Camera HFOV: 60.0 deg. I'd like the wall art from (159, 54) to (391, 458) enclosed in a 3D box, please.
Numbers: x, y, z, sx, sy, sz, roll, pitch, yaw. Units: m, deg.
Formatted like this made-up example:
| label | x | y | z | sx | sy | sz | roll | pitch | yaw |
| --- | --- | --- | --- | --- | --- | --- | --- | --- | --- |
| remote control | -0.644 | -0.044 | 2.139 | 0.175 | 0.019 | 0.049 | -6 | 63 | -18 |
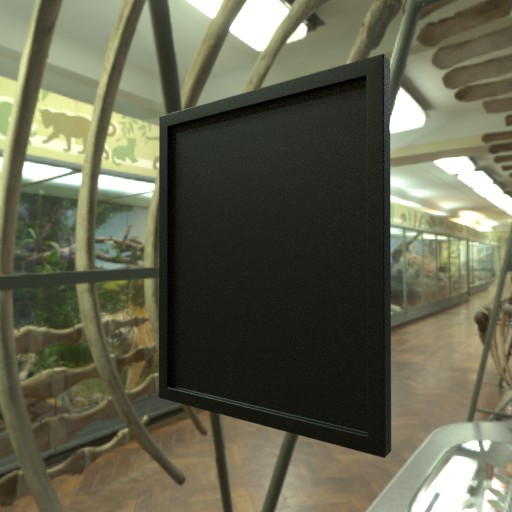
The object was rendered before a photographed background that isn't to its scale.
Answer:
| label | x | y | z | sx | sy | sz | roll | pitch | yaw |
| --- | --- | --- | --- | --- | --- | --- | --- | --- | --- |
| wall art | 0.000 | 0.000 | 0.757 | 0.457 | 0.559 | 0.028 | 0 | -1 | 36 |
